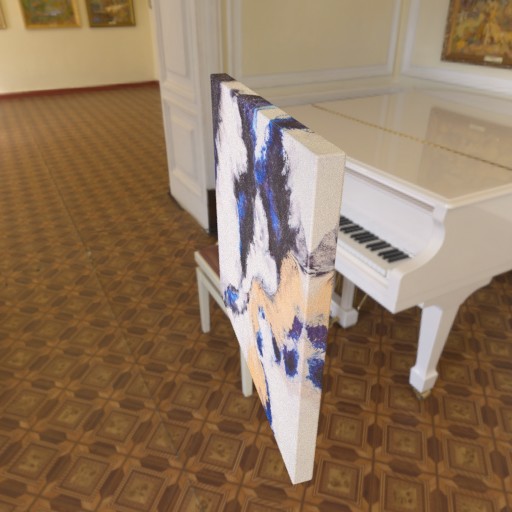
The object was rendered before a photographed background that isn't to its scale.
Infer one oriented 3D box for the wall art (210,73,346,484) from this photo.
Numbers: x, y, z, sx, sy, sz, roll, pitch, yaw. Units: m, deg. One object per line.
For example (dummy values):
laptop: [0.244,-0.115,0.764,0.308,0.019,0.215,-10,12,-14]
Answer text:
wall art: [0.000,0.000,0.900,0.039,0.609,0.609,-8,32,-14]
